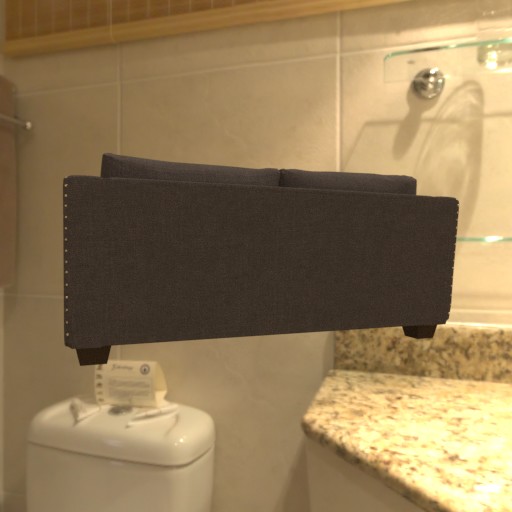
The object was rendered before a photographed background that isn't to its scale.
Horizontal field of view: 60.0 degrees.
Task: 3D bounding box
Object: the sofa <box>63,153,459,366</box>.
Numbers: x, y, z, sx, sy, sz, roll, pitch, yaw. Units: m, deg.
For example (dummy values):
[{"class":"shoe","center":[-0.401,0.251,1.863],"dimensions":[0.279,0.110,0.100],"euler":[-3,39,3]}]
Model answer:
[{"class":"sofa","center":[0.000,0.000,3.281],"dimensions":[2.550,1.196,1.336],"euler":[0,0,-20]}]
